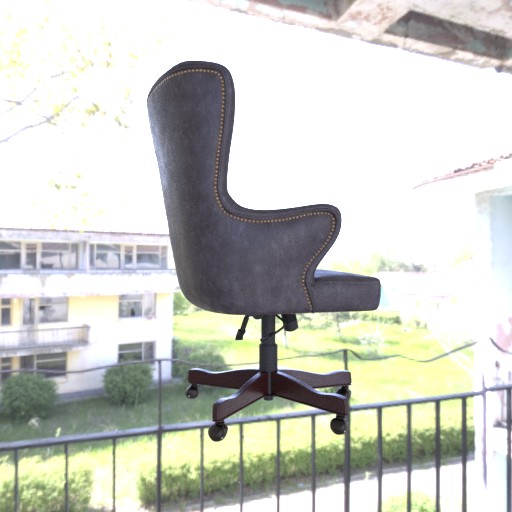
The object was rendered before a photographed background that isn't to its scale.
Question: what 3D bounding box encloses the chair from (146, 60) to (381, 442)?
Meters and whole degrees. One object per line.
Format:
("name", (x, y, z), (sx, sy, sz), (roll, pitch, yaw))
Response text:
("chair", (0.000, 0.000, 1.490), (0.717, 1.037, 0.594), (0, 0, -18))
